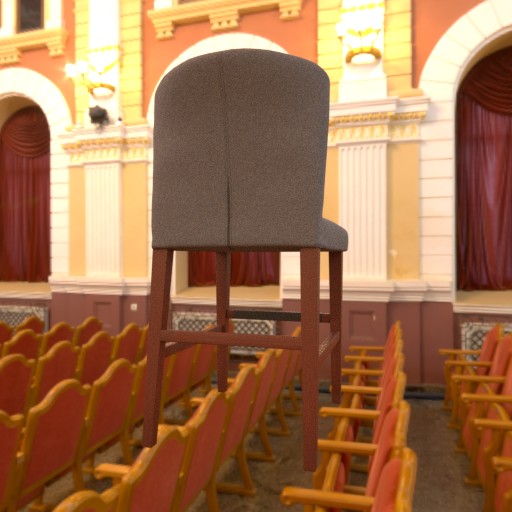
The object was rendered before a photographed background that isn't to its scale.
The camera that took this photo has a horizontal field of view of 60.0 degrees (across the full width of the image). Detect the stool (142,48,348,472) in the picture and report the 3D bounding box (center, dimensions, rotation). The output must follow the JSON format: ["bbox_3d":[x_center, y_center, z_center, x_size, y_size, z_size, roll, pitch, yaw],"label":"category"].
[{"bbox_3d":[0.000,0.000,1.300,0.481,0.968,0.568,0,0,18],"label":"stool"}]
